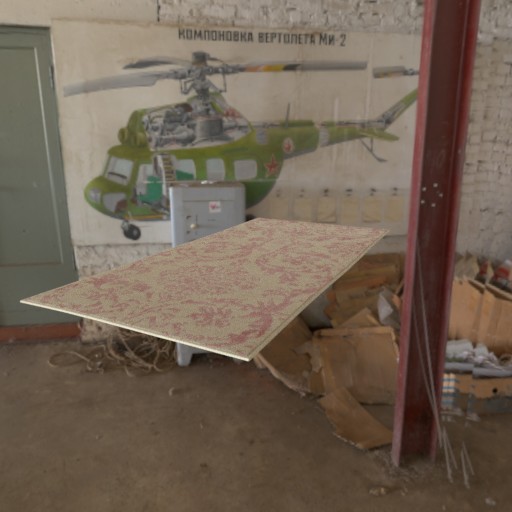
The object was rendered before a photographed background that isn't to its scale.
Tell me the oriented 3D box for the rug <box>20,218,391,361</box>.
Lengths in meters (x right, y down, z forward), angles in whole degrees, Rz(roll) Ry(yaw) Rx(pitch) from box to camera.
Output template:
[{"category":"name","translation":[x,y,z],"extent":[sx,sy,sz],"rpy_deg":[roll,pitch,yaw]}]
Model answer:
[{"category":"rug","translation":[0.000,0.000,1.412],"extent":[0.604,0.007,1.219],"rpy_deg":[8,17,26]}]
